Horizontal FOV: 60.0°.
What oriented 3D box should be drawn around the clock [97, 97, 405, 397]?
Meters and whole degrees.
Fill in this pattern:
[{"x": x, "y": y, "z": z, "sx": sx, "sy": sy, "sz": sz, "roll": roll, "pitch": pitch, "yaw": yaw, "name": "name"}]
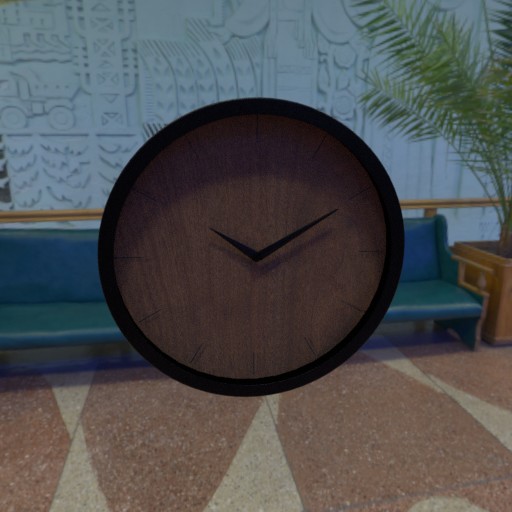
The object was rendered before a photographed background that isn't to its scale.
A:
[{"x": 0.000, "y": 0.000, "z": 0.467, "sx": 0.314, "sy": 0.314, "sz": 0.040, "roll": -2, "pitch": 16, "yaw": -8, "name": "clock"}]
